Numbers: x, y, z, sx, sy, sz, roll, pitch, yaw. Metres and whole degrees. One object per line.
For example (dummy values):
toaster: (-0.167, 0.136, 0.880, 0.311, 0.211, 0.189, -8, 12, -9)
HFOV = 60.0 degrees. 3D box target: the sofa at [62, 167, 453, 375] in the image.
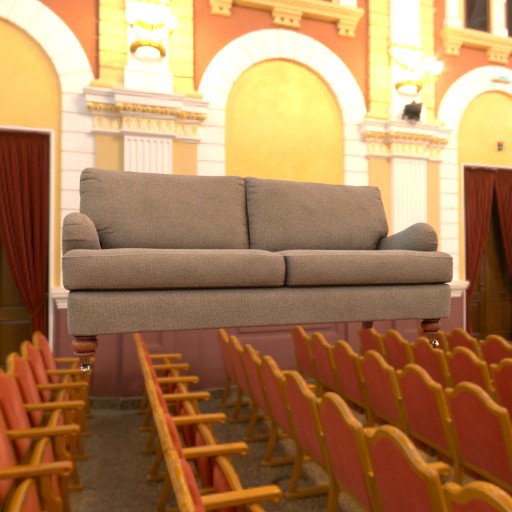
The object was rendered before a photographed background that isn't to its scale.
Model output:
sofa: (0.000, 0.000, 2.778, 2.193, 1.096, 1.069, 0, 0, -18)
